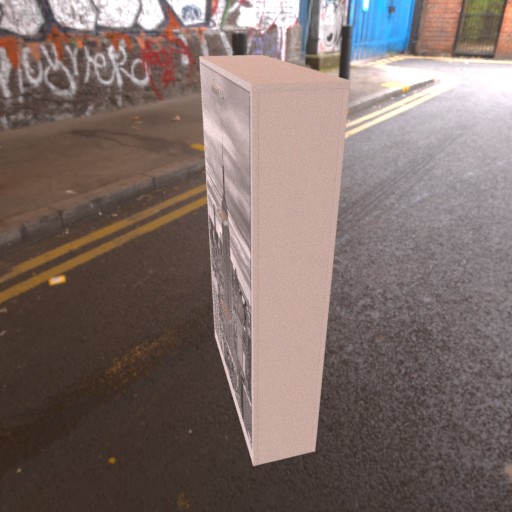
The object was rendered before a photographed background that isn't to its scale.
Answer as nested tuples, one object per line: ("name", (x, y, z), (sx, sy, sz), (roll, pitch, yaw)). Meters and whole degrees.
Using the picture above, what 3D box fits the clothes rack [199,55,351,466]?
("clothes rack", (0.000, 0.000, 1.616), (0.250, 1.280, 0.750), (-7, 30, -13))
